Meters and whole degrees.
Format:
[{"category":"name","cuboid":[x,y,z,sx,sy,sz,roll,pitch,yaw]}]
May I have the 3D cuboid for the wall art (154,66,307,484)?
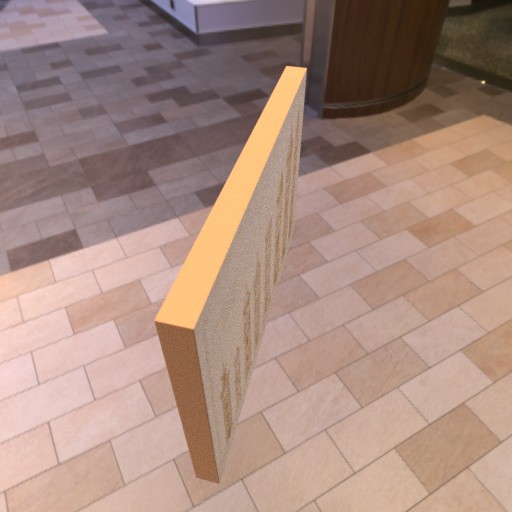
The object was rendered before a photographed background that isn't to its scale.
[{"category":"wall art","cuboid":[0.000,0.000,0.762,0.039,0.407,0.609,10,46,10]}]
